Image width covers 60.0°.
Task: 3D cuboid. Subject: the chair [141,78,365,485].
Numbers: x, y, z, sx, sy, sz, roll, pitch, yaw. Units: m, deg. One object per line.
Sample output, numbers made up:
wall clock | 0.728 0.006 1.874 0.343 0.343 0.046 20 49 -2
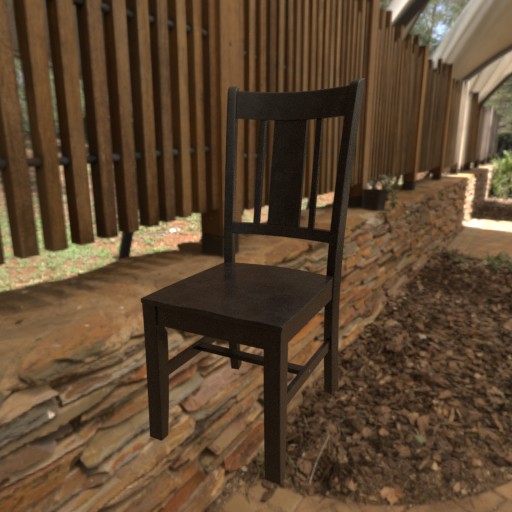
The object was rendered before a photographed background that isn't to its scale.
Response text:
chair | 0.000 0.000 1.289 0.450 0.998 0.555 7 16 26
